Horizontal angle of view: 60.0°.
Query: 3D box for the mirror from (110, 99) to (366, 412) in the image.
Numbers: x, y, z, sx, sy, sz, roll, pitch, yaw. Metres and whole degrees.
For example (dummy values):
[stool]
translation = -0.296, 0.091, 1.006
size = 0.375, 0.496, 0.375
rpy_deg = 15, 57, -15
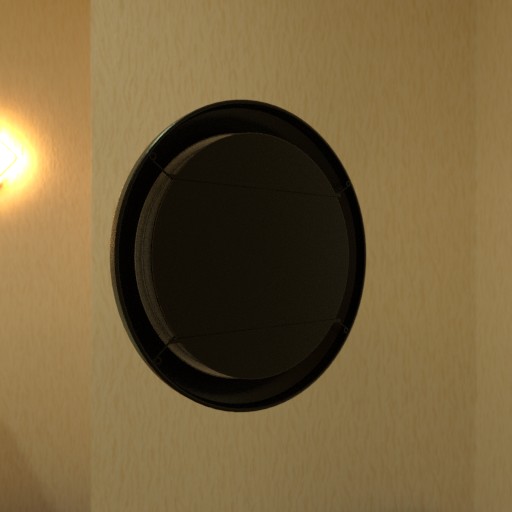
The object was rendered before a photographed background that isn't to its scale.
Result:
[mirror]
translation = 0.000, 0.000, 1.354
size = 0.907, 0.907, 0.111
rpy_deg = 0, 0, -37
